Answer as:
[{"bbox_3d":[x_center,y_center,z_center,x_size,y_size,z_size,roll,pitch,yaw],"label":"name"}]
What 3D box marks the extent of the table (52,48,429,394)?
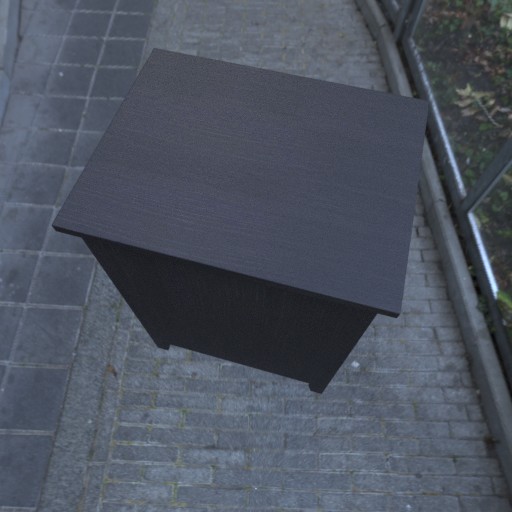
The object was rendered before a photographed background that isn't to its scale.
[{"bbox_3d":[0.000,0.000,0.947,0.480,0.635,0.381,14,63,7],"label":"table"}]
